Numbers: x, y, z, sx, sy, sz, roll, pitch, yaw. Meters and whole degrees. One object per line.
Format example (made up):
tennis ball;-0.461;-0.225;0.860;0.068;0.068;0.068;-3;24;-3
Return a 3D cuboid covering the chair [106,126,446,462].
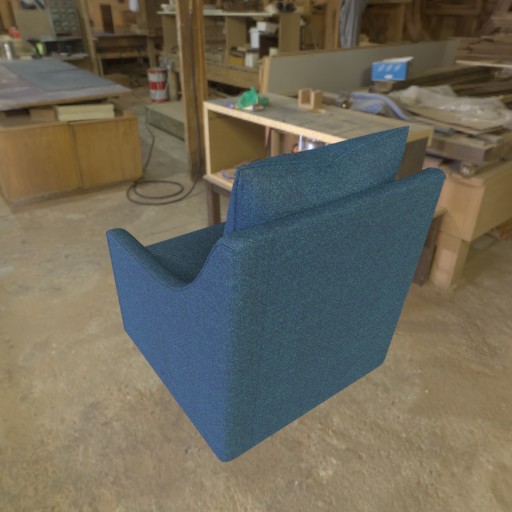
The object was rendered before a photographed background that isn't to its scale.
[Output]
chair;0.000;0.000;1.539;0.750;0.939;0.870;-20;36;-31
